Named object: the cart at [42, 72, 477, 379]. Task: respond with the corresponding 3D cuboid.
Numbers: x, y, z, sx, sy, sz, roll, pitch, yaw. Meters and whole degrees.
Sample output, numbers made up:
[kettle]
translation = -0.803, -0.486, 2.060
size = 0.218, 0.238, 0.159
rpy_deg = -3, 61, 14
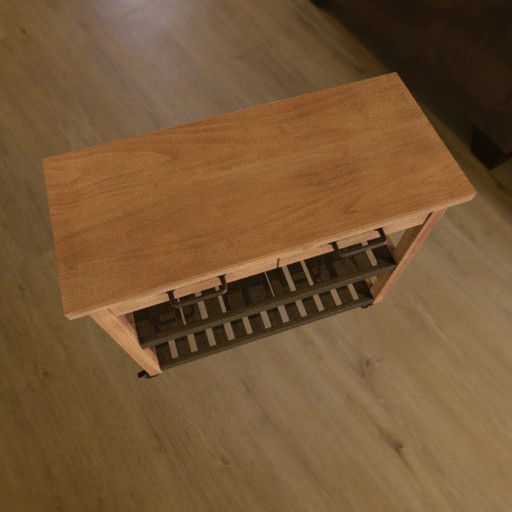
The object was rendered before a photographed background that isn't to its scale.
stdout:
[cart]
translation = 0.000, 0.000, 0.960
size = 0.686, 0.554, 0.298
rpy_deg = -16, 64, -8
